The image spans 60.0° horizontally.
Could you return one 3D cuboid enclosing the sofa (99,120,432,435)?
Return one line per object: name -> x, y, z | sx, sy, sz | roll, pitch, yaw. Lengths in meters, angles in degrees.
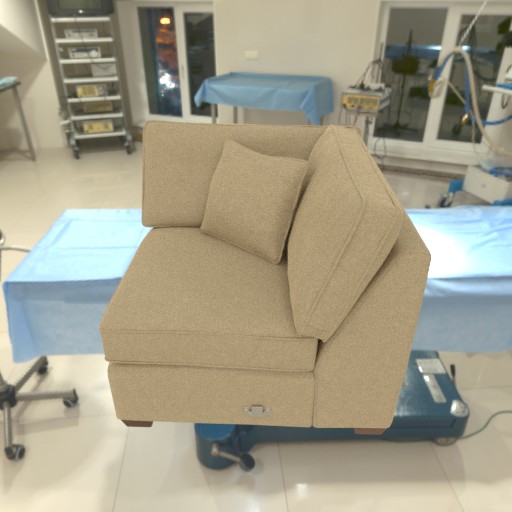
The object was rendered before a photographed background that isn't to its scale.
sofa -> 0.000, 0.000, 1.923 | 1.084, 1.002, 1.146 | 1, 30, 2
